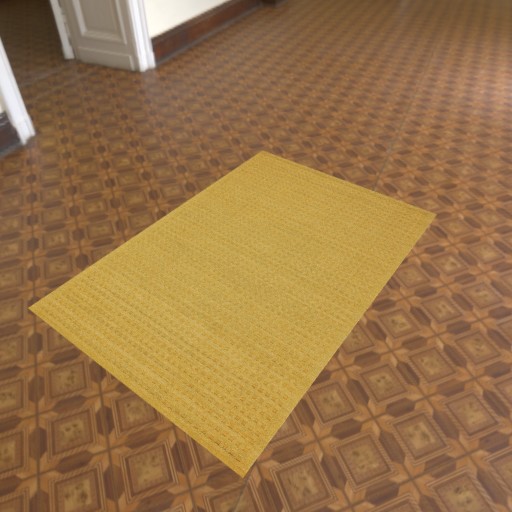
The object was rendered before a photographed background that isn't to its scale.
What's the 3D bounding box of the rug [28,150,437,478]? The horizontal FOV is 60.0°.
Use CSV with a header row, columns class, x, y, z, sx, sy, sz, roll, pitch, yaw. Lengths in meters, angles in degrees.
class,x,y,z,sx,sy,sz,roll,pitch,yaw
rug,0.000,0.000,3.649,1.981,0.006,2.895,27,48,26
